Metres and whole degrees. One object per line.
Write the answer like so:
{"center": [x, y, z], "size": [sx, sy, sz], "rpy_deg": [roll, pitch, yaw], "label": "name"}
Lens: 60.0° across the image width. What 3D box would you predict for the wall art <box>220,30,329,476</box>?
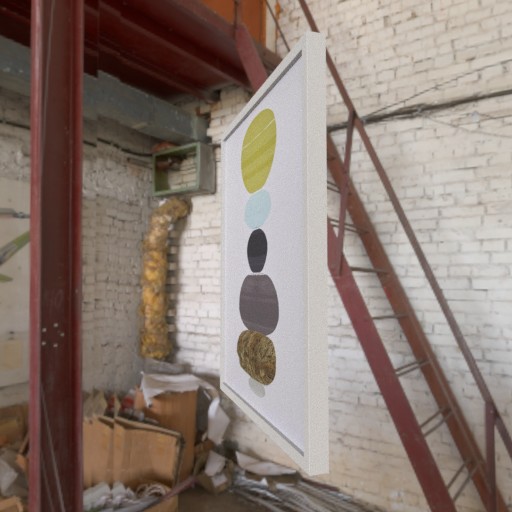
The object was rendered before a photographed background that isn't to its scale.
{"center": [0.000, 0.000, 1.051], "size": [0.055, 0.763, 0.611], "rpy_deg": [1, -3, -19], "label": "wall art"}
